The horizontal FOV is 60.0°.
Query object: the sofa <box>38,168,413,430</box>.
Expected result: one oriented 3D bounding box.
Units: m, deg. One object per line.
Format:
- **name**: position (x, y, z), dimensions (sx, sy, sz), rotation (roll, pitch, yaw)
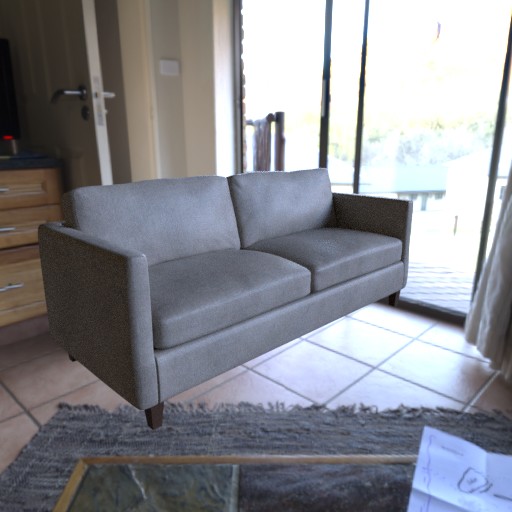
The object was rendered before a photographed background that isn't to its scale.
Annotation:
- **sofa**: position (0.000, 0.000, 2.706), dimensions (2.208, 0.965, 0.951), rotation (-14, 21, -42)
